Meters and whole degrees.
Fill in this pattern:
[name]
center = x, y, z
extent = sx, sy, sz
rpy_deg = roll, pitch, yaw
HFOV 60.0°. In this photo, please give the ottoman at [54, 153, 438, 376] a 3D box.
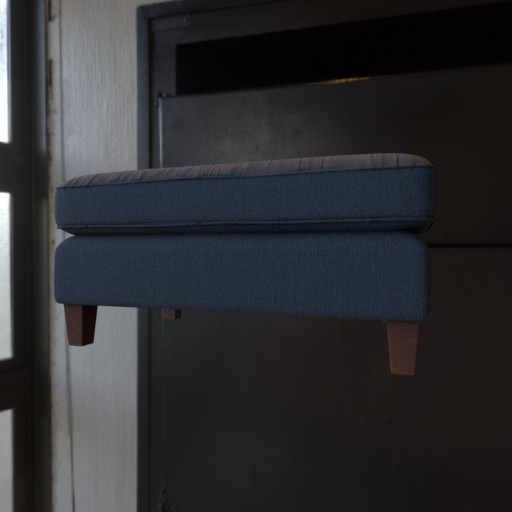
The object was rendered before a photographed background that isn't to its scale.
[ottoman]
center = 0.000, 0.000, 1.188
extent = 0.885, 0.438, 0.570
rpy_deg = 0, 1, 19
